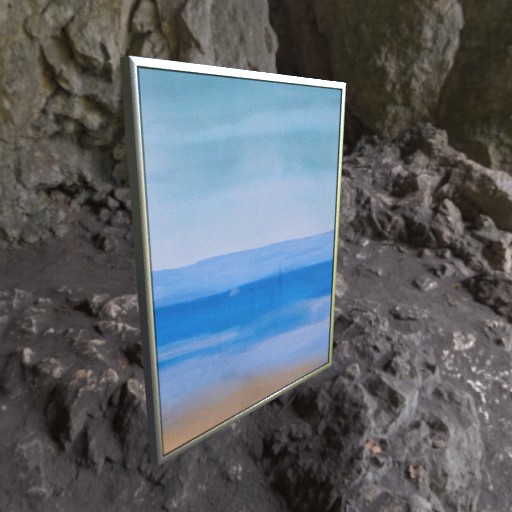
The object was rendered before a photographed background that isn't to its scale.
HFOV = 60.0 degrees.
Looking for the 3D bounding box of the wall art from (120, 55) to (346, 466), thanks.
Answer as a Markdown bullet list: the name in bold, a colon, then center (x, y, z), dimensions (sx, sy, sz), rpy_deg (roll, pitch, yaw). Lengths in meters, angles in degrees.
- **wall art**: center (0.000, 0.000, 1.382), dimensions (0.803, 1.062, 0.041), rpy_deg (-14, 21, -42)
